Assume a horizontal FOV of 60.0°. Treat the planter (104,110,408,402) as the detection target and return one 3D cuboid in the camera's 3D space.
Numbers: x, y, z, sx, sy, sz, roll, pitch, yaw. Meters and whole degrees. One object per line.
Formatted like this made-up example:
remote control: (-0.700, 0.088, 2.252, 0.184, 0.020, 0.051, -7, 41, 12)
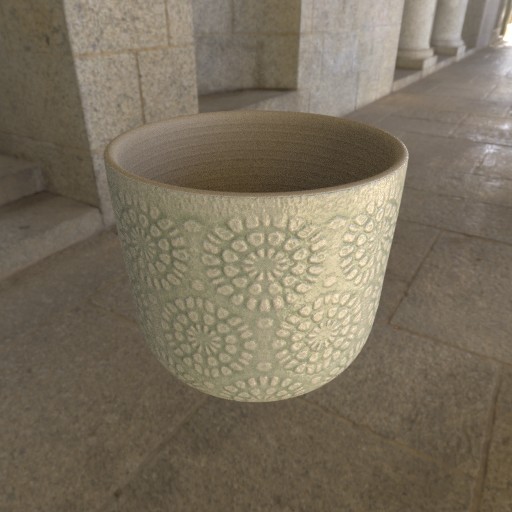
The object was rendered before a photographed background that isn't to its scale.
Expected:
planter: (0.000, 0.000, 0.293, 0.169, 0.153, 0.169, 0, 30, 0)
